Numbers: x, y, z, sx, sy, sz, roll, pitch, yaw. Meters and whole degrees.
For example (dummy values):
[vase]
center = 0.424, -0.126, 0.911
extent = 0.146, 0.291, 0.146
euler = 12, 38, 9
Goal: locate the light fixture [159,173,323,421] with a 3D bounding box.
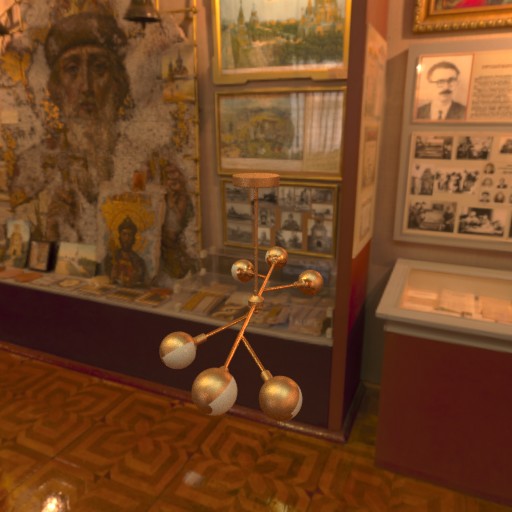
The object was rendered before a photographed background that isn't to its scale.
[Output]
[light fixture]
center = 0.000, 0.000, 1.005
extent = 0.434, 0.362, 0.778
euler = 8, 18, 25
